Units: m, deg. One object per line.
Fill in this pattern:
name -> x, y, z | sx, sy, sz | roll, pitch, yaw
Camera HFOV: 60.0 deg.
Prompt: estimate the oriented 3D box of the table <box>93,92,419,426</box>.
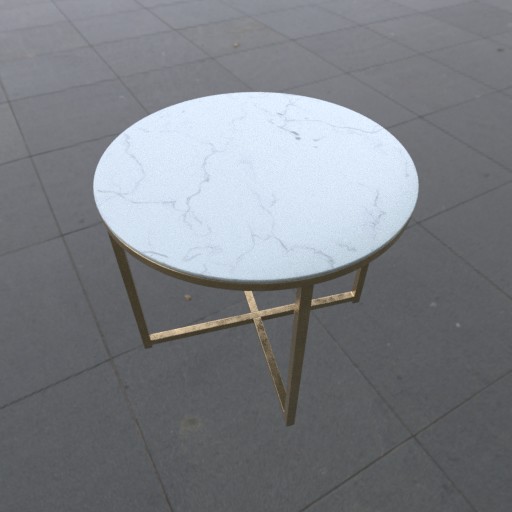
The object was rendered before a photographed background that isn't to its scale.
table -> 0.000, 0.000, 0.851 | 0.500, 0.420, 0.500 | 0, 45, 0
